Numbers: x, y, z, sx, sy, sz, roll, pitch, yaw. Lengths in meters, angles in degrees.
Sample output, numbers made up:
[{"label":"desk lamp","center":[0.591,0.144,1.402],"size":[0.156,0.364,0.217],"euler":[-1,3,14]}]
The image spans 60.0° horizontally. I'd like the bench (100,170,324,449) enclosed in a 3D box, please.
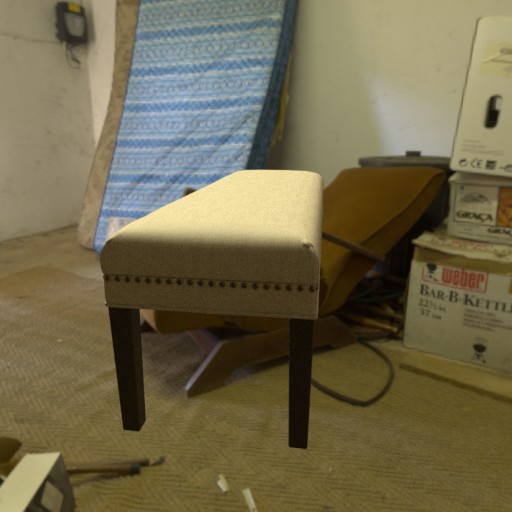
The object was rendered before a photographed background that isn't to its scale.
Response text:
[{"label":"bench","center":[0.000,0.000,1.418],"size":[0.410,0.457,1.219],"euler":[2,16,8]}]
